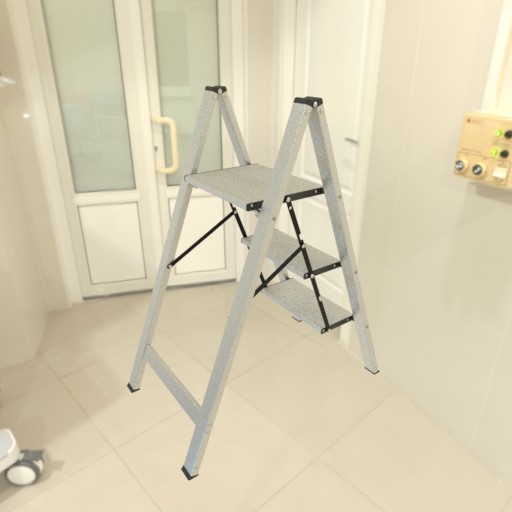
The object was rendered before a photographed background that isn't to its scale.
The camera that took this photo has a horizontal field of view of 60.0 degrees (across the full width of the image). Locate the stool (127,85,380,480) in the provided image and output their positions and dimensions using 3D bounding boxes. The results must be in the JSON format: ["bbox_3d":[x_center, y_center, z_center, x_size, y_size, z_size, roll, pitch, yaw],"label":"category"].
[{"bbox_3d":[0.000,0.000,1.290,0.730,0.902,0.441,-17,30,-32],"label":"stool"}]
